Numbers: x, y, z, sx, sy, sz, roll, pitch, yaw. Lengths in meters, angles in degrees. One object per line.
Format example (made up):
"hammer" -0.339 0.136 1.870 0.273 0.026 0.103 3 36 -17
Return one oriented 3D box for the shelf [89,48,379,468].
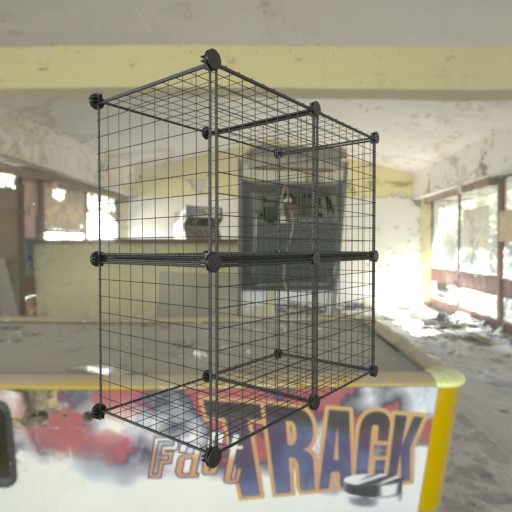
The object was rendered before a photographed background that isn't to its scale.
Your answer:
"shelf" 0.000 0.000 1.129 0.356 0.711 0.711 1 1 38
